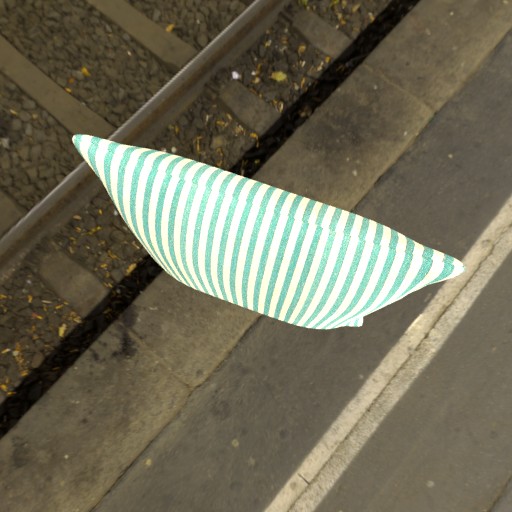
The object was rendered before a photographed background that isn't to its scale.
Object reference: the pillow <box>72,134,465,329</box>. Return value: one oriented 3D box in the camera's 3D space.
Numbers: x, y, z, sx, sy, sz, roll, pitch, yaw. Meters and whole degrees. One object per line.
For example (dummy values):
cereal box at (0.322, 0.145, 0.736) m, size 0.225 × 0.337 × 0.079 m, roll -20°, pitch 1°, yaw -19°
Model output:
pillow at (0.000, 0.000, 0.789) m, size 0.523 × 0.510 × 0.166 m, roll 19°, pitch 76°, yaw 5°
